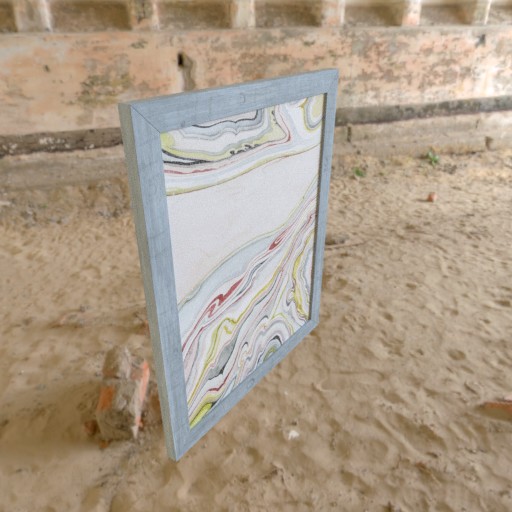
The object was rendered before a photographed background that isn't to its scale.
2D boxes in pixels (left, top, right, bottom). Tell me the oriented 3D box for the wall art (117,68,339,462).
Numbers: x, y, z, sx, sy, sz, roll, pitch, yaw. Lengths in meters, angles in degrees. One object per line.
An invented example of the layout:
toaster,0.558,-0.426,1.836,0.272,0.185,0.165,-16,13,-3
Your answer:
wall art,0.000,0.000,0.788,0.022,0.582,0.479,20,34,32
